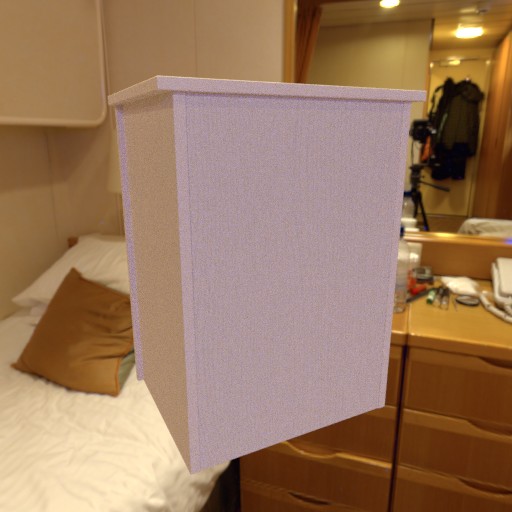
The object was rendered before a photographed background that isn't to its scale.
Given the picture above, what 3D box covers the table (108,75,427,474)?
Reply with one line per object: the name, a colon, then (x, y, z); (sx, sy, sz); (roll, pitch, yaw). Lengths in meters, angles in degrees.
table: (0.000, 0.000, 0.922); (0.480, 0.635, 0.381); (-8, 17, -26)
